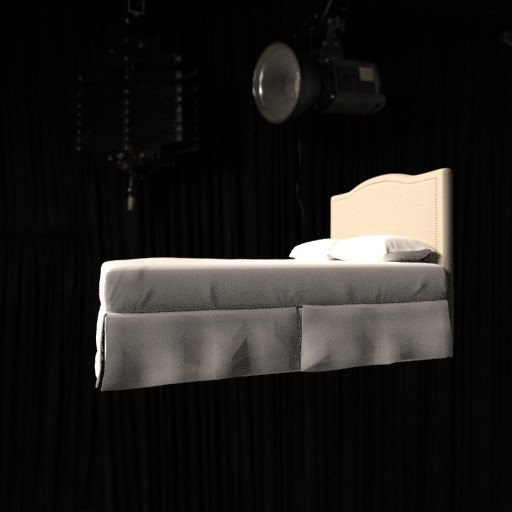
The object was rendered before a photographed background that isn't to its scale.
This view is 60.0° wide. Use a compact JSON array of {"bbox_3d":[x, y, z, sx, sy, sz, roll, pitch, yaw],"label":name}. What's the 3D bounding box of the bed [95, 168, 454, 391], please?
[{"bbox_3d":[0.000,0.000,3.636,2.477,1.437,1.977,0,0,-19],"label":"bed"}]
